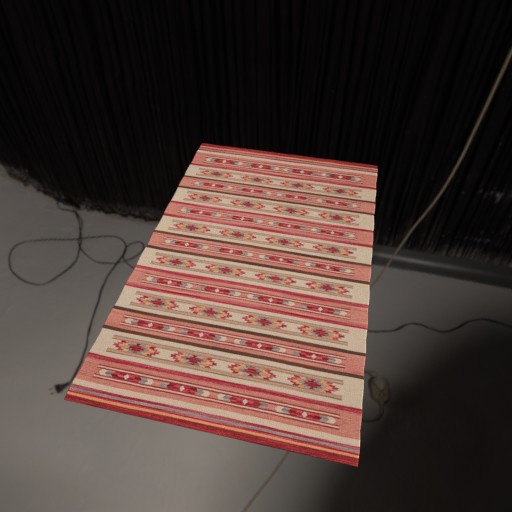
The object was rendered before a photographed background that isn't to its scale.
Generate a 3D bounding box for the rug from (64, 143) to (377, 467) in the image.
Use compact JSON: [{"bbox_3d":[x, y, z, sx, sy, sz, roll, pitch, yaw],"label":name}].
[{"bbox_3d":[0.000,0.000,3.009,1.535,0.010,2.431,9,48,9],"label":"rug"}]
